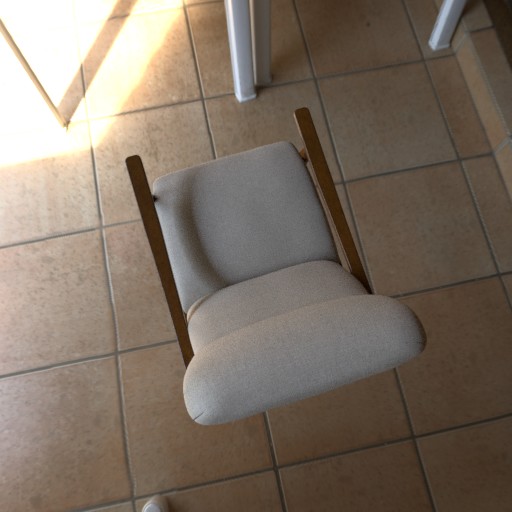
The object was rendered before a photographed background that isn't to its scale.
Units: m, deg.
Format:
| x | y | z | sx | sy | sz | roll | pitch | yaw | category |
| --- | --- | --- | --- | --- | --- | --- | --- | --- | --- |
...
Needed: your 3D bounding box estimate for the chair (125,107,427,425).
| x | y | z | sx | sy | sz | roll | pitch | yaw | category |
| --- | --- | --- | --- | --- | --- | --- | --- | --- | --- |
| 0.000 | 0.000 | 1.730 | 0.762 | 1.082 | 1.030 | -17 | 76 | -4 | chair |
